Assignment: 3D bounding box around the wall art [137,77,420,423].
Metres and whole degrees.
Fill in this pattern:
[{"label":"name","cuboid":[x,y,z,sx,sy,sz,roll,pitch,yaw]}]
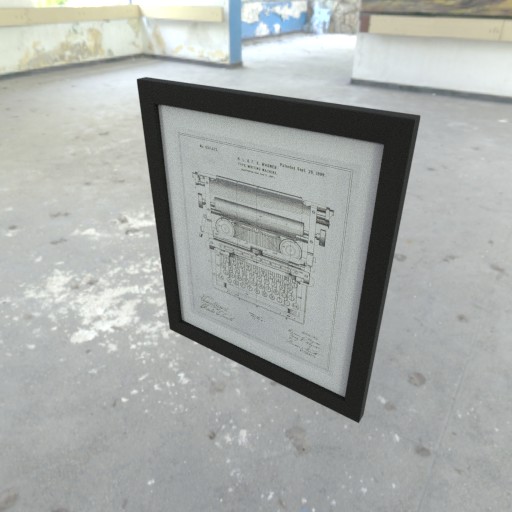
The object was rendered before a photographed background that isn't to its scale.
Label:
[{"label":"wall art","cuboid":[0.000,0.000,0.726,0.432,0.508,0.021,19,36,28]}]
